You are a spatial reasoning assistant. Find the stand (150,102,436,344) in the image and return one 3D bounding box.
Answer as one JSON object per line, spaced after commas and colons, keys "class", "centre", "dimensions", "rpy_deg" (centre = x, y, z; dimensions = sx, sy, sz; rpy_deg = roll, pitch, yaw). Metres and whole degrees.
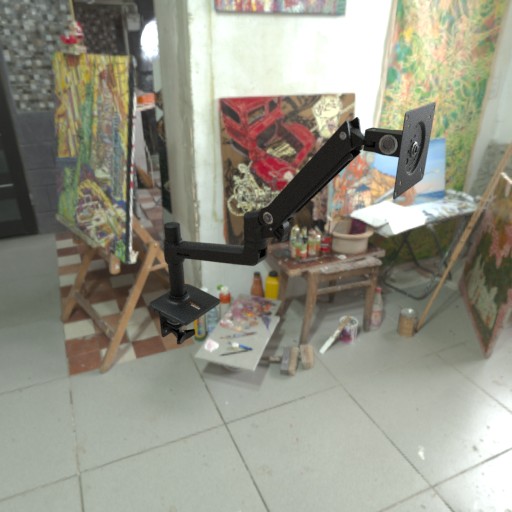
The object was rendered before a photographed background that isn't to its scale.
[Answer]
{"class": "stand", "centre": [0.000, 0.000, 1.024], "dimensions": [0.650, 0.713, 0.152], "rpy_deg": [18, 32, 32]}
